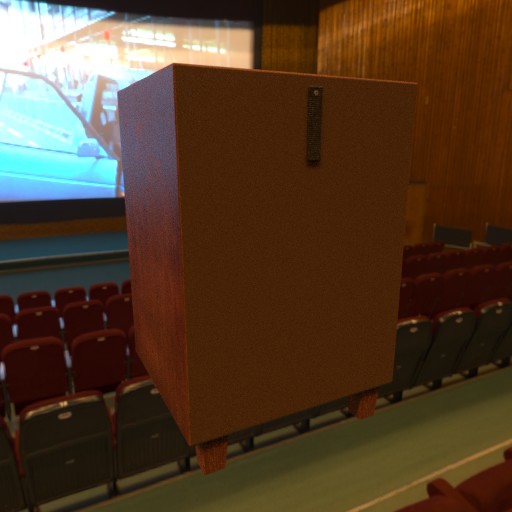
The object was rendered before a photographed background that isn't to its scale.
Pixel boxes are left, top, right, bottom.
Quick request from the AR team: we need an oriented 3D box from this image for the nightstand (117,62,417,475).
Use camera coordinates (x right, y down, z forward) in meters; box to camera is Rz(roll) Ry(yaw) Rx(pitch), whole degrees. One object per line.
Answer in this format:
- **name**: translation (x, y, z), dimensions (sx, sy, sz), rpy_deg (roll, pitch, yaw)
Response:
- **nightstand**: translation (0.000, 0.000, 0.971), dimensions (0.465, 0.695, 0.410), rpy_deg (-7, 16, -27)
